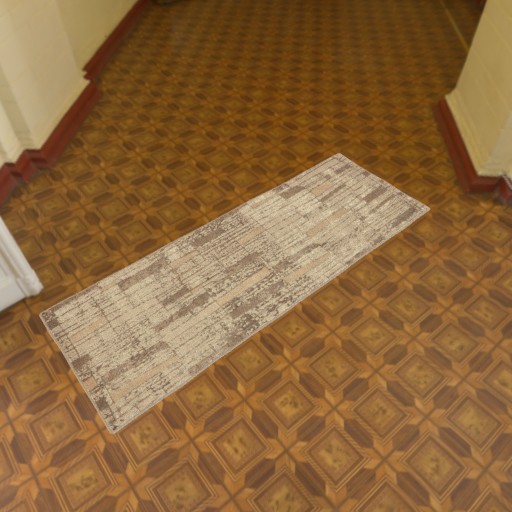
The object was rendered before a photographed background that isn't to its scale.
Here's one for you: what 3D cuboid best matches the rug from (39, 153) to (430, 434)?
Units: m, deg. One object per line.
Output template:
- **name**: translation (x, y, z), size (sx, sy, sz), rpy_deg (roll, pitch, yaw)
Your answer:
- **rug**: translation (0.000, 0.000, 2.710), size (2.383, 0.018, 0.857), rpy_deg (-31, 55, -26)
